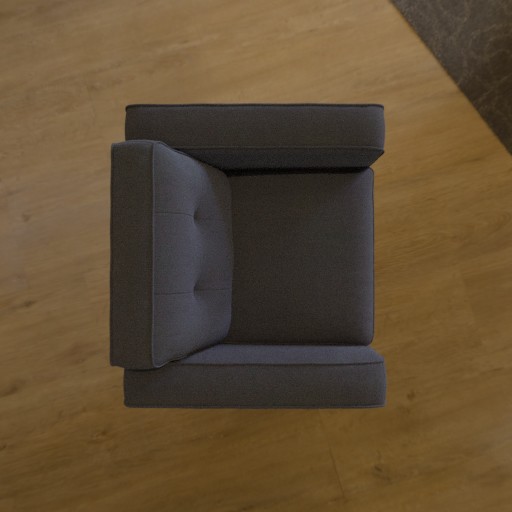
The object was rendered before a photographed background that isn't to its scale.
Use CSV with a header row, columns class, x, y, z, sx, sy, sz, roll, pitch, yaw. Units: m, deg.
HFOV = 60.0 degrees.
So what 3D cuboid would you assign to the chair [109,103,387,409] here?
class,x,y,z,sx,sy,sz,roll,pitch,yaw
chair,0.000,0.000,1.753,0.953,0.783,1.118,0,89,0
